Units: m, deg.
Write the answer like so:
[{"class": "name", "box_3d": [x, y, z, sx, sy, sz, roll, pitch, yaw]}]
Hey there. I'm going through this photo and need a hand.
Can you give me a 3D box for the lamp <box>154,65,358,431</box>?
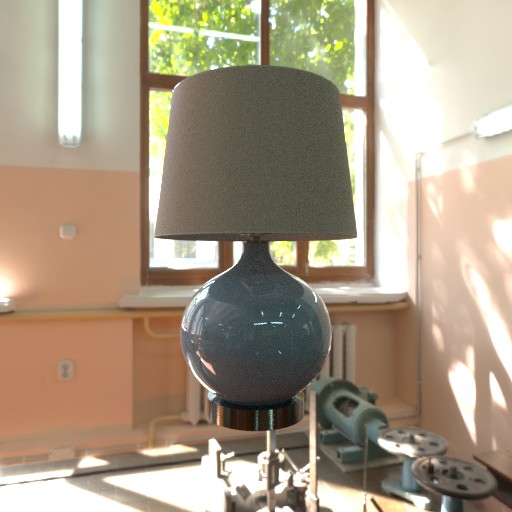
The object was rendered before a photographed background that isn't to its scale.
[{"class": "lamp", "box_3d": [0.000, 0.000, 0.549, 0.247, 0.387, 0.247, 0, 0, 0]}]
